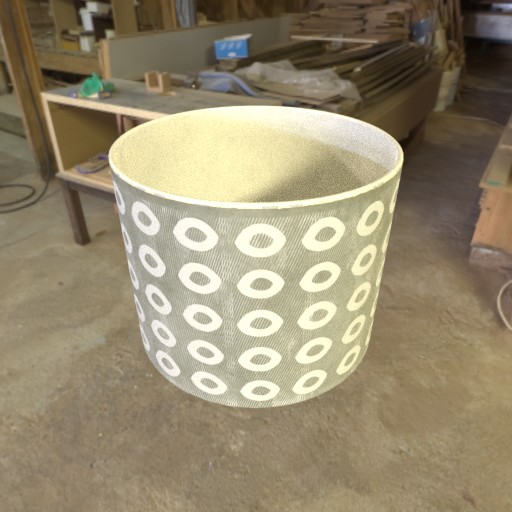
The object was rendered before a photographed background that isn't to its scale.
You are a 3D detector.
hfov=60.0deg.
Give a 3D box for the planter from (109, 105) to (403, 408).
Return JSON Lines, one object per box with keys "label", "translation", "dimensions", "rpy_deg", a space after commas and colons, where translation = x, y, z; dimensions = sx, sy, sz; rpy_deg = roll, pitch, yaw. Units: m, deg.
{"label": "planter", "translation": [0.000, 0.000, 0.454], "dimensions": [0.250, 0.239, 0.250], "rpy_deg": [0, 33, 0]}
